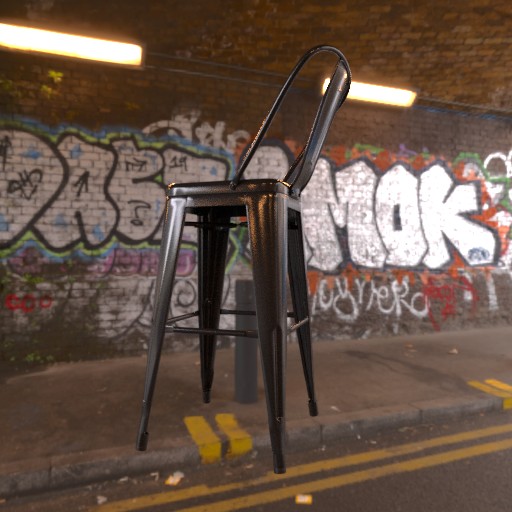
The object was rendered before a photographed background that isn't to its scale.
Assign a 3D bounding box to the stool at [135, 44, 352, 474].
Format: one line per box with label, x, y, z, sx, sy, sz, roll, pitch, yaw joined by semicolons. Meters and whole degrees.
stool;0.000;0.000;1.270;0.528;1.022;0.432;0;0;19
